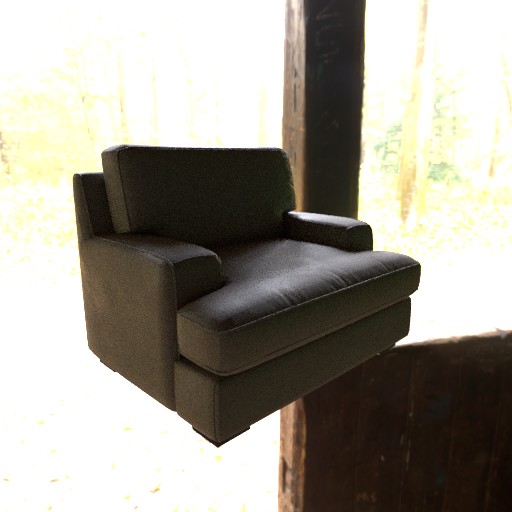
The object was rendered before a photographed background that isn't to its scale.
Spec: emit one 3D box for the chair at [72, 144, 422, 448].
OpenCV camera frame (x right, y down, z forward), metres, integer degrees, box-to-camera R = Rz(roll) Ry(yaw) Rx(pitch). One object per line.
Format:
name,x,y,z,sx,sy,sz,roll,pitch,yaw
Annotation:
chair,0.000,0.000,1.992,1.270,0.974,1.043,-12,18,-43
